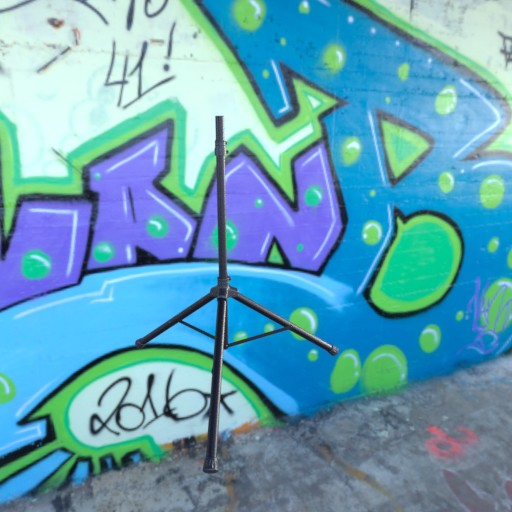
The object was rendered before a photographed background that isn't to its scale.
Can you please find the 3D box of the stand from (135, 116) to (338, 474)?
[{"bbox_3d":[0.000,0.000,1.893,0.907,1.136,1.045,-7,17,-24],"label":"stand"}]
